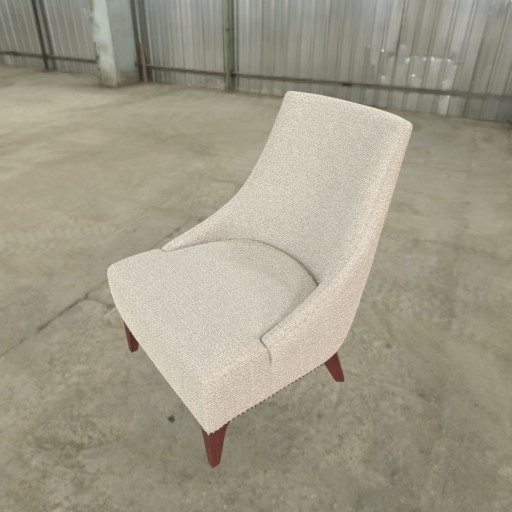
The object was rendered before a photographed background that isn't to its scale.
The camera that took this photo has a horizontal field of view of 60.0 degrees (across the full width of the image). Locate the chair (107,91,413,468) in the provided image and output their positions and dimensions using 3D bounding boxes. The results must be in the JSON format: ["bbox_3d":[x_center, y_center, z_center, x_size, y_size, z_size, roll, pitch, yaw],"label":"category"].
[{"bbox_3d":[0.000,0.000,1.507,0.861,0.909,0.701,-21,38,-30],"label":"chair"}]
